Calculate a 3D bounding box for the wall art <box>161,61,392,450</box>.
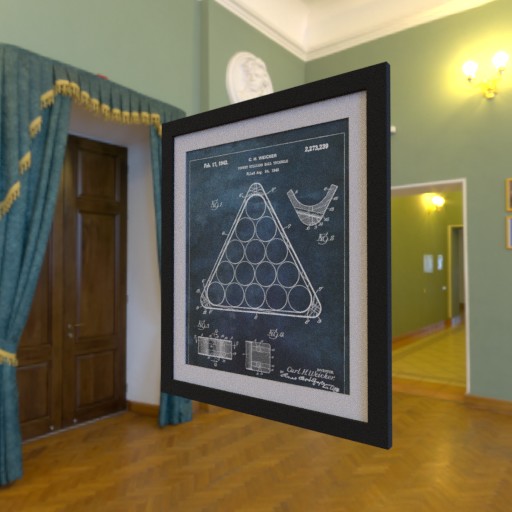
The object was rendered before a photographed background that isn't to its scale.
[{"bbox_3d":[0.000,0.000,0.508,0.311,0.361,0.010,-1,-1,37],"label":"wall art"}]
